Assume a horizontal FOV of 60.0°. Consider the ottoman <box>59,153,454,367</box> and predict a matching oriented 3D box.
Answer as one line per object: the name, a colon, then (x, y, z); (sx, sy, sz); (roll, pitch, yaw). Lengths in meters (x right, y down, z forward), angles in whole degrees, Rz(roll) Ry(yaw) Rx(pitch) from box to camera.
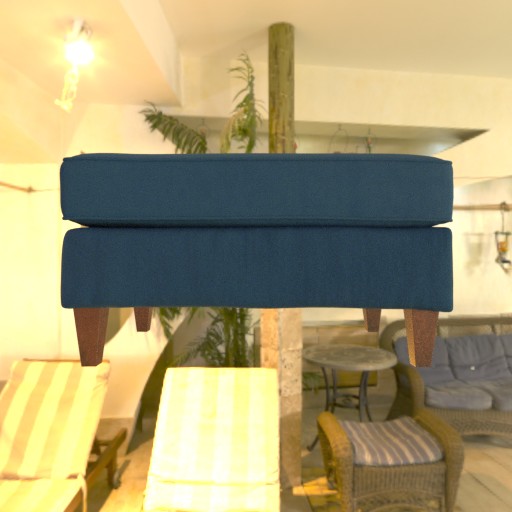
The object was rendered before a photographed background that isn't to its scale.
ottoman: (0.000, 0.000, 1.207); (0.862, 0.484, 0.583); (0, 0, 0)
